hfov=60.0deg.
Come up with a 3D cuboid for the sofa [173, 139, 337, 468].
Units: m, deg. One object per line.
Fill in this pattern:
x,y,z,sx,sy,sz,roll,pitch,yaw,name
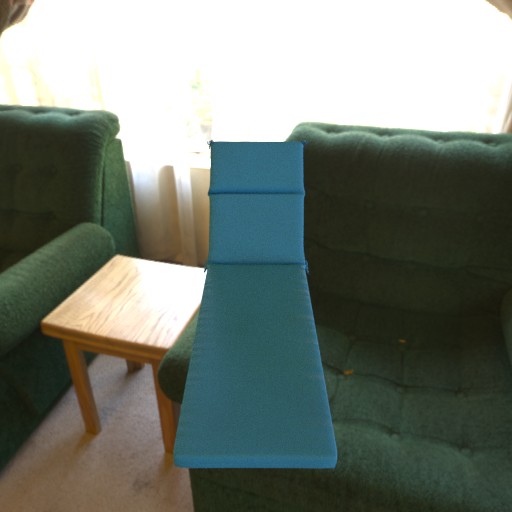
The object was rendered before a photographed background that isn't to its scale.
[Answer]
0.000,0.000,1.966,0.582,0.622,1.663,0,30,0,sofa
